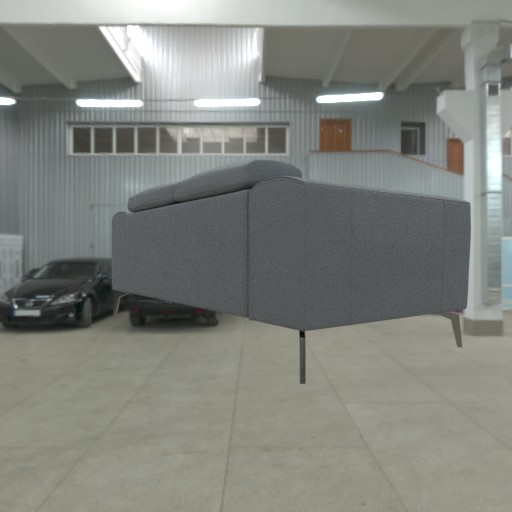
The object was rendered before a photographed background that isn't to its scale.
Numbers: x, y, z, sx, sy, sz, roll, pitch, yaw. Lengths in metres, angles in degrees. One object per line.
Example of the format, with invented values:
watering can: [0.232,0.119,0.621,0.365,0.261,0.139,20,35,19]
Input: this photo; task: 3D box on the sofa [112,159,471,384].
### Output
sofa: [0.000,0.000,2.403,1.003,0.779,1.895,0,1,-36]
